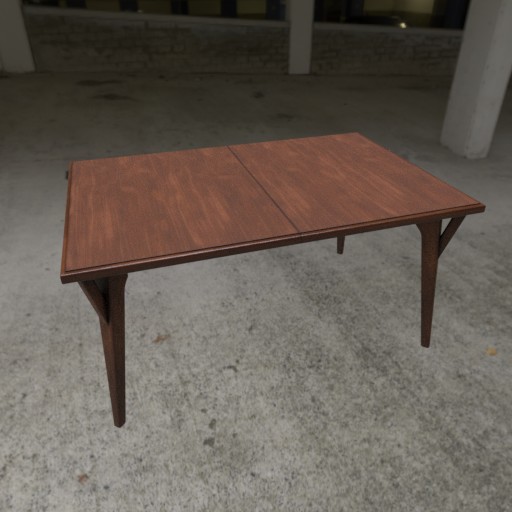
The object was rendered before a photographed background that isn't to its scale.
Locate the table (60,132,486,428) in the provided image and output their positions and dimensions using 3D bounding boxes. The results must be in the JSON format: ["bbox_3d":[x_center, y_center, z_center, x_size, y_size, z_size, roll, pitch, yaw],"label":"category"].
[{"bbox_3d":[0.000,0.000,2.088,1.524,0.761,0.990,-10,34,-15],"label":"table"}]
